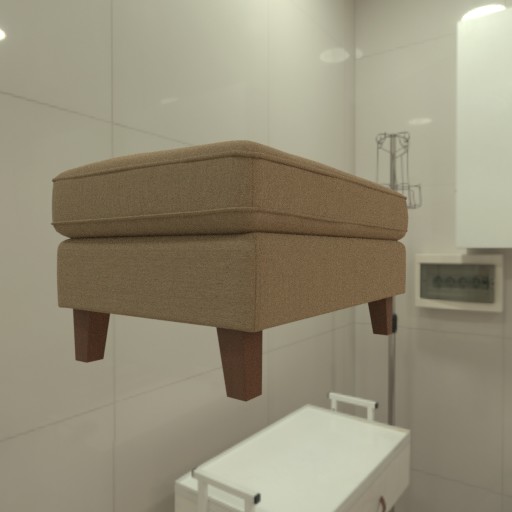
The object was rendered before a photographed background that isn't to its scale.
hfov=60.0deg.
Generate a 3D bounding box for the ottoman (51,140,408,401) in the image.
[{"bbox_3d":[0.000,0.000,1.293,0.636,0.521,0.945,0,1,35],"label":"ottoman"}]
